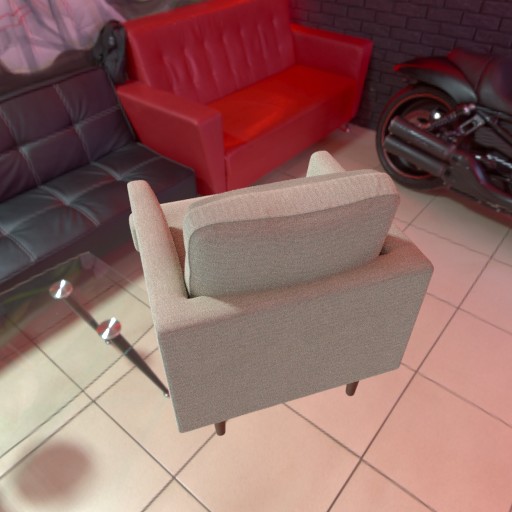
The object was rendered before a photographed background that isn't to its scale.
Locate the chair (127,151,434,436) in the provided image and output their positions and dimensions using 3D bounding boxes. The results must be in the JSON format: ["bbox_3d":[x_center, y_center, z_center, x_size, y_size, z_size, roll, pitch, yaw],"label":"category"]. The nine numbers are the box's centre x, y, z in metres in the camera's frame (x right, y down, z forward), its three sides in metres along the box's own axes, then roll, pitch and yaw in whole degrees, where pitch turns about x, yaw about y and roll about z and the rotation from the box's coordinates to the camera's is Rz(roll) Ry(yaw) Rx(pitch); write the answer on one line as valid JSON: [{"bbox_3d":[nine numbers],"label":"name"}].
[{"bbox_3d":[0.000,0.000,1.652,0.858,0.957,0.899,-12,43,-13],"label":"chair"}]
